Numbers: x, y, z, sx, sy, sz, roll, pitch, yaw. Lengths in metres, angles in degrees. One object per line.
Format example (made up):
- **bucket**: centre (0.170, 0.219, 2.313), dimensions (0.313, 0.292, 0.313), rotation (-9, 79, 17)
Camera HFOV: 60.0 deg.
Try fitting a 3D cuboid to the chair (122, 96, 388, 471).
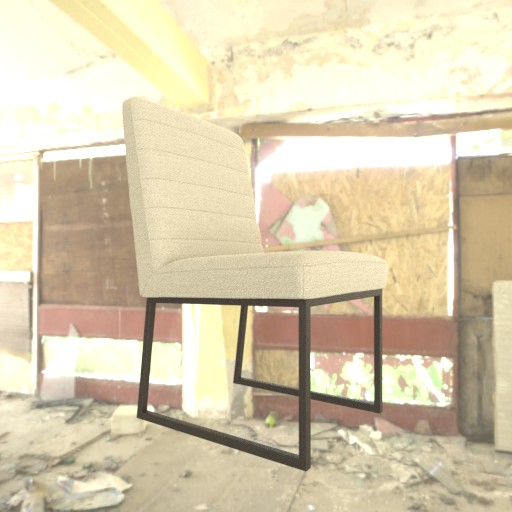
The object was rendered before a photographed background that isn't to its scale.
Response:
- **chair**: centre (0.000, 0.000, 1.313), dimensions (0.634, 0.930, 0.520), rotation (0, -1, 36)
